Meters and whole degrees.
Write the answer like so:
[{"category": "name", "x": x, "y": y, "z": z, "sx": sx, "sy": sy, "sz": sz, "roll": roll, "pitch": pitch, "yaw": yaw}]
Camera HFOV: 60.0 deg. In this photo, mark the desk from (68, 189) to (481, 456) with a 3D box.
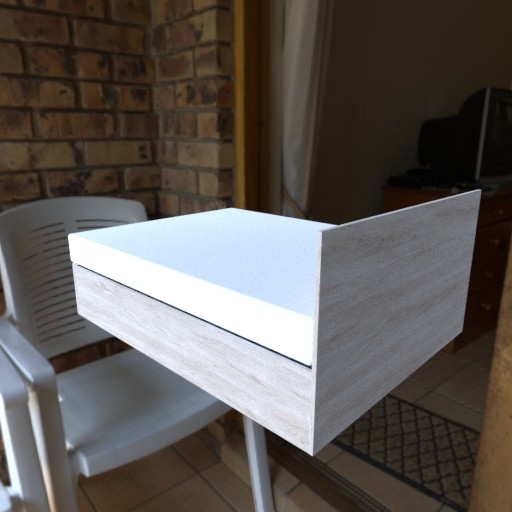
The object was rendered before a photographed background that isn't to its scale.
[{"category": "desk", "x": 0.000, "y": 0.000, "z": 2.557, "sx": 1.900, "sy": 0.800, "sz": 1.400, "roll": 15, "pitch": 21, "yaw": 42}]
